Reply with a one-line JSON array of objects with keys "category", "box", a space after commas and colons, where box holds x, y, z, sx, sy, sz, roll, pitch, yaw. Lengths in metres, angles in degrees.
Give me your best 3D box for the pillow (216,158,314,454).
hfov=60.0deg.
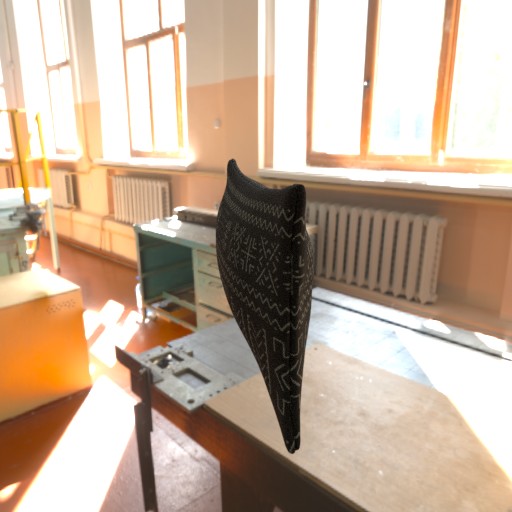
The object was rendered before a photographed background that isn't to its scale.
[{"category": "pillow", "box": [0.000, 0.000, 0.806, 0.135, 0.322, 0.667, -2, 15, -9]}]
